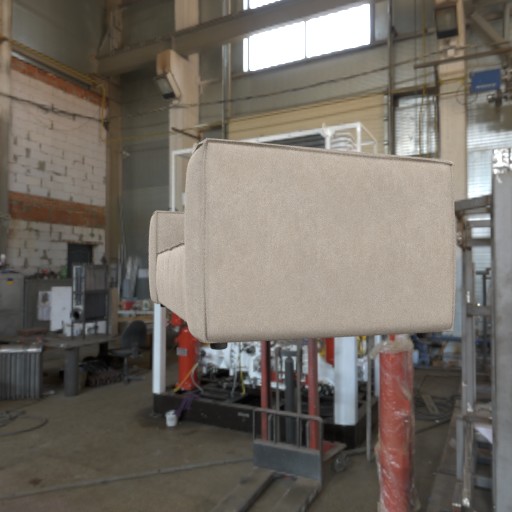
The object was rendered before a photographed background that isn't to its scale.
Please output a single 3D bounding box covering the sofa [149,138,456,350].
[{"bbox_3d":[0.000,0.000,2.449,1.038,0.680,1.995,1,-2,-17],"label":"sofa"}]
